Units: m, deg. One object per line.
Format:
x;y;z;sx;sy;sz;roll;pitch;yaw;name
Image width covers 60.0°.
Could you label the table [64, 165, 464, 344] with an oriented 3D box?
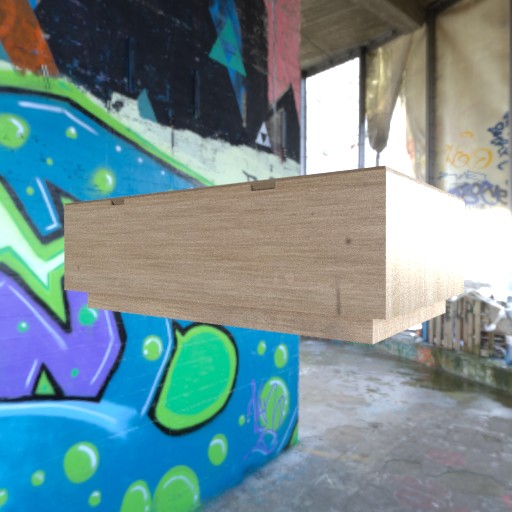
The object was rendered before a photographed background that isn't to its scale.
0.000;0.000;1.438;1.110;0.353;0.678;0;1;37;table
